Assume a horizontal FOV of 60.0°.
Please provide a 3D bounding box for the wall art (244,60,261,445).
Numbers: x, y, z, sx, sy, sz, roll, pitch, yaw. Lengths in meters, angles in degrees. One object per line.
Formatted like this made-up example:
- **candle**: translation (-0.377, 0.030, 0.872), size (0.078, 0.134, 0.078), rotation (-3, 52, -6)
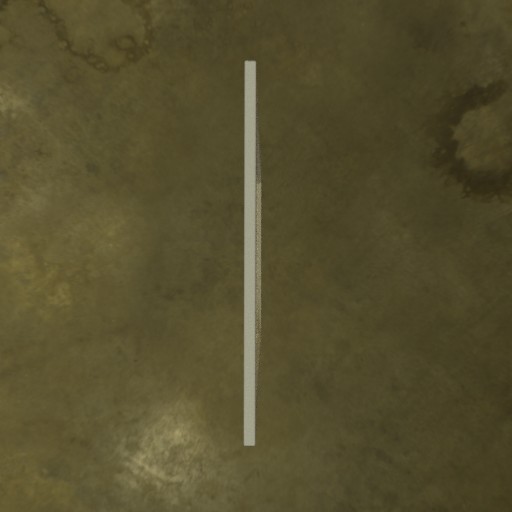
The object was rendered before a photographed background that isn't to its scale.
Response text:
- **wall art**: translation (0.000, 0.000, 0.694), size (0.012, 0.529, 0.374), rotation (0, 89, 1)
